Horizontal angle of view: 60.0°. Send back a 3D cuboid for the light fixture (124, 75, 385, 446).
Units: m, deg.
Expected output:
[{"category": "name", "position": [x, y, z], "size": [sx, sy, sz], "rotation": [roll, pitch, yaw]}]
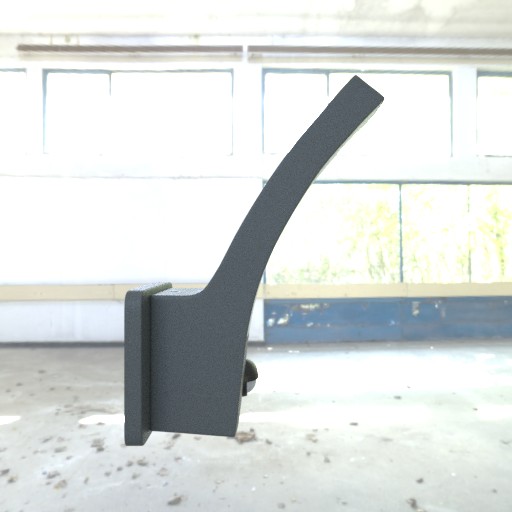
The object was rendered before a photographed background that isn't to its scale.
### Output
[{"category": "light fixture", "position": [0.000, 0.000, 0.330], "size": [0.174, 0.243, 0.108], "rotation": [0, 0, 0]}]
